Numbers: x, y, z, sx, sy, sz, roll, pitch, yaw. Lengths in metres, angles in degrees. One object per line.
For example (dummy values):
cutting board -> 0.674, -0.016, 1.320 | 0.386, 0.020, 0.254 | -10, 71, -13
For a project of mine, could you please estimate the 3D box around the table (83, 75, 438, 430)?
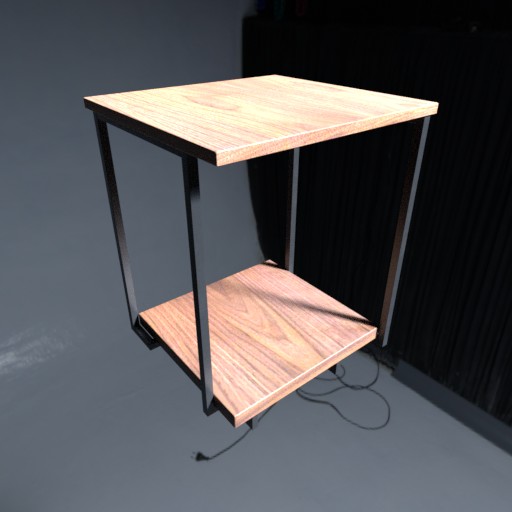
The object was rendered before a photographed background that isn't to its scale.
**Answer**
table -> 0.000, 0.000, 0.839 | 0.411, 0.567, 0.384 | -22, 36, -33
